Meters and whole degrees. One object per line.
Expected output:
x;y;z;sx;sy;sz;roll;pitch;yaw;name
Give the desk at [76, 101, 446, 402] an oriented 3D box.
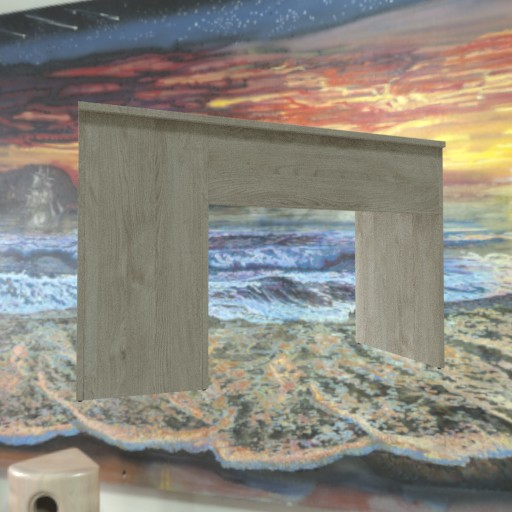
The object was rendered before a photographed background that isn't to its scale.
0.000;0.000;1.503;1.096;0.730;0.560;0;-1;-18;desk
